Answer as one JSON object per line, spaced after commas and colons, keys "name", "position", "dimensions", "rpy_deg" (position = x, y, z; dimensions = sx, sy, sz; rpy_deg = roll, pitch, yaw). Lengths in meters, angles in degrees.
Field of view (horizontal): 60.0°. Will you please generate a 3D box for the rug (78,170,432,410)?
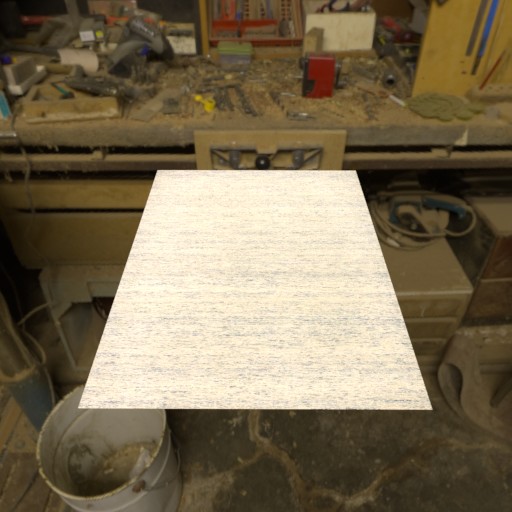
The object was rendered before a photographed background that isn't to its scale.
{"name": "rug", "position": [0.000, 0.000, 4.255], "dimensions": [2.438, 0.006, 3.197], "rpy_deg": [0, 41, 0]}
